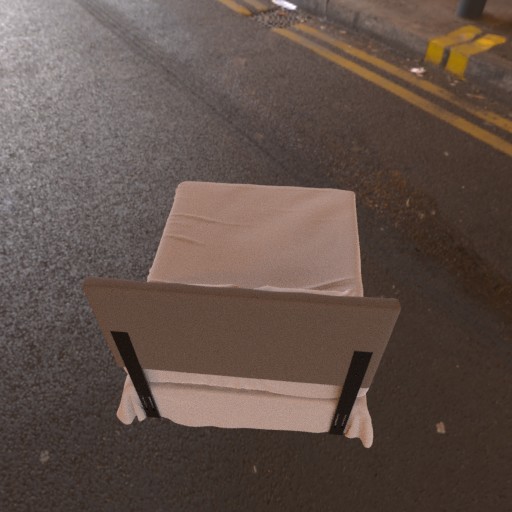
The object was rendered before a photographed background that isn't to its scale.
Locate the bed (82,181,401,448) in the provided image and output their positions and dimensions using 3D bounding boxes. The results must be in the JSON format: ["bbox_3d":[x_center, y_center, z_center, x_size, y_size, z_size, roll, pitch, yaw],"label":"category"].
[{"bbox_3d":[0.000,0.000,3.482,1.936,1.577,2.222,4,47,4],"label":"bed"}]
